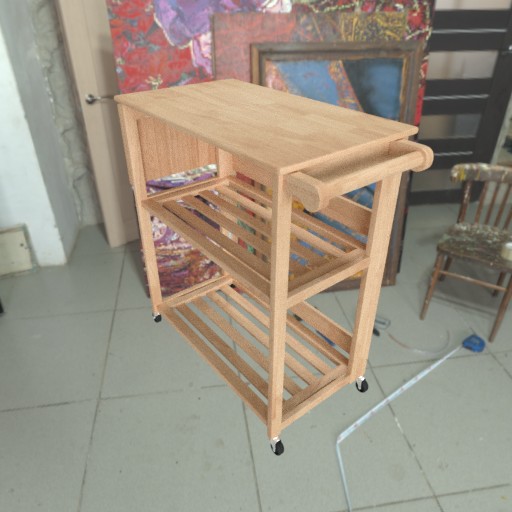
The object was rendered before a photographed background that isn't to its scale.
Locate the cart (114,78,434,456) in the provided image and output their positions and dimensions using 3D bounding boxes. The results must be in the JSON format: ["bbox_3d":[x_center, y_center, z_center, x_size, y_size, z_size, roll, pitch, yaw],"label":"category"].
[{"bbox_3d":[0.000,0.000,1.379,0.432,0.879,0.853,-23,39,-32],"label":"cart"}]
